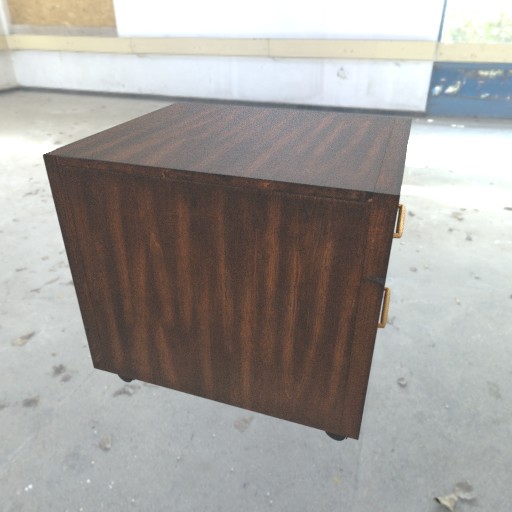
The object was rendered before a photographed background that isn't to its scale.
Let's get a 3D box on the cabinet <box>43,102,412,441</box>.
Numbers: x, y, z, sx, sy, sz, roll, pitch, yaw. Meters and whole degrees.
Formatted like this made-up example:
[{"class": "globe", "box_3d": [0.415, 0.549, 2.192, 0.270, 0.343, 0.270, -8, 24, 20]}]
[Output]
[{"class": "cabinet", "box_3d": [0.000, 0.000, 0.832, 0.500, 0.455, 0.402, 10, 31, 16]}]
